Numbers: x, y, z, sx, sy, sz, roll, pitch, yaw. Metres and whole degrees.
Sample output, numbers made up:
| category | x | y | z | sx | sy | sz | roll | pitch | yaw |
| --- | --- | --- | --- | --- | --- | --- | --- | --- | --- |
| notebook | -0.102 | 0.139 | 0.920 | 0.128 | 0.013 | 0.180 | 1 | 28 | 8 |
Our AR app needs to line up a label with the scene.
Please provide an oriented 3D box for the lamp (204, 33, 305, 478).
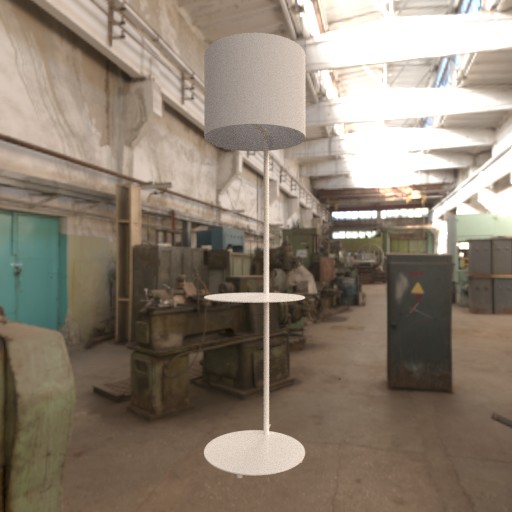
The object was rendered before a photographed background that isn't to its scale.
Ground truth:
| category | x | y | z | sx | sy | sz | roll | pitch | yaw |
| --- | --- | --- | --- | --- | --- | --- | --- | --- | --- |
| lamp | 0.000 | 0.000 | 1.651 | 0.372 | 1.465 | 0.405 | 0 | 0 | 18 |
